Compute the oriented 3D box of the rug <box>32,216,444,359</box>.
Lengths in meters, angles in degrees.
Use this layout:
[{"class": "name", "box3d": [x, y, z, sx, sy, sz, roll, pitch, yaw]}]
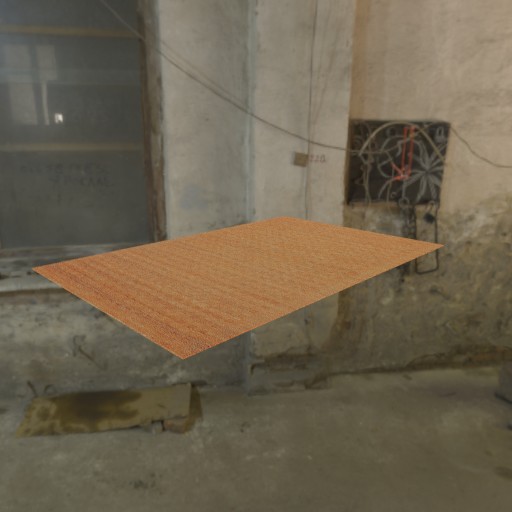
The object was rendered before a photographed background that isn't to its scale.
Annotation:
[{"class": "rug", "box3d": [0.000, 0.000, 2.921, 2.285, 0.006, 1.524, -16, 22, -43]}]
